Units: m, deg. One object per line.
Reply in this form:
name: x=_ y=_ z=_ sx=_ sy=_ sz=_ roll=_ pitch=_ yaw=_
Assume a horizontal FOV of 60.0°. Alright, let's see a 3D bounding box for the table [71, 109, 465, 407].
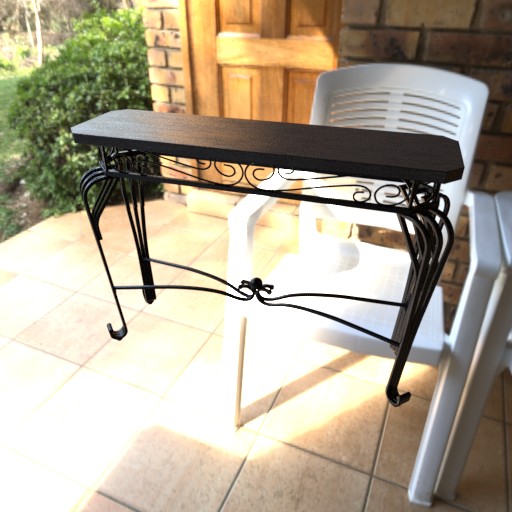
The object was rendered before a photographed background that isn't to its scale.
table: x=0.000 y=0.000 z=1.451 sx=1.112 sy=0.800 sz=0.329 roll=10 pitch=33 yaw=15
